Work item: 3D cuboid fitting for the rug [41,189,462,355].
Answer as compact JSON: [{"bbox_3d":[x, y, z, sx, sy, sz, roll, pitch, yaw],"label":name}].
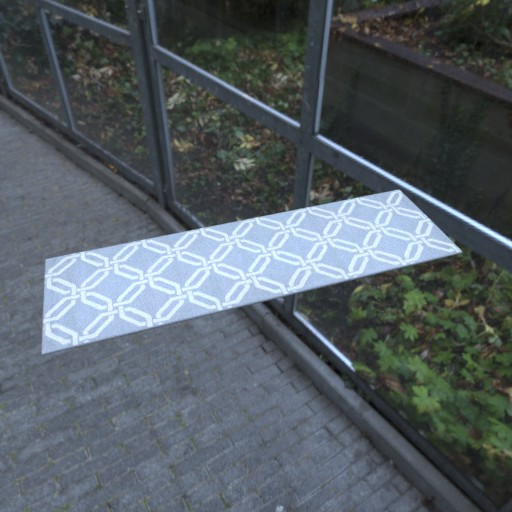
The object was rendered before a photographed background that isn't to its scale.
[{"bbox_3d":[0.000,0.000,2.519,2.276,0.014,0.678,-12,43,-13],"label":"rug"}]
